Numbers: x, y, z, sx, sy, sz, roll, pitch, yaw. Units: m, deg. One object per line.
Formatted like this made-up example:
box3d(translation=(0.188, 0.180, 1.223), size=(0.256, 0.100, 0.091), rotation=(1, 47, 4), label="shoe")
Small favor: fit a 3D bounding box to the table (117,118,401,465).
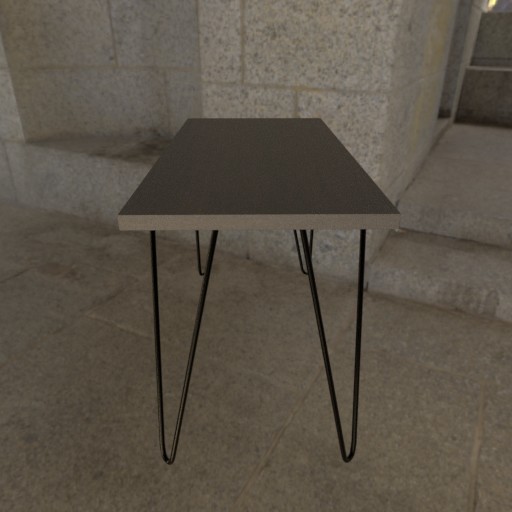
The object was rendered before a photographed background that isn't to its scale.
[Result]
box3d(translation=(0.000, 0.000, 1.369), size=(0.499, 0.660, 0.991), rotation=(0, 27, -1), label="table")
